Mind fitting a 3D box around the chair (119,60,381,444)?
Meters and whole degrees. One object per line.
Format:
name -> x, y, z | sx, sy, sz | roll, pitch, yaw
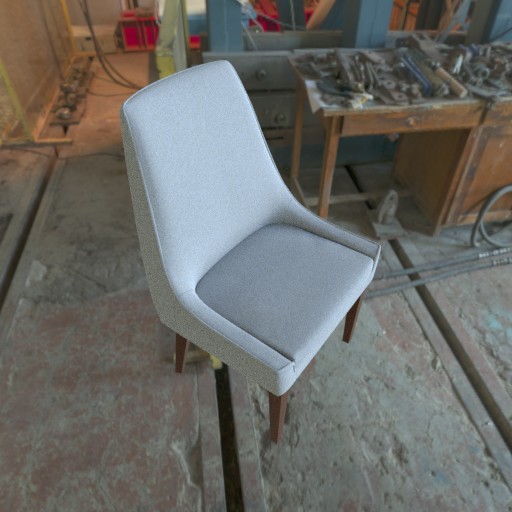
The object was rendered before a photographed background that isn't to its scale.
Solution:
chair -> 0.000, 0.000, 1.210 | 0.544, 0.861, 0.529 | 26, 48, 26
